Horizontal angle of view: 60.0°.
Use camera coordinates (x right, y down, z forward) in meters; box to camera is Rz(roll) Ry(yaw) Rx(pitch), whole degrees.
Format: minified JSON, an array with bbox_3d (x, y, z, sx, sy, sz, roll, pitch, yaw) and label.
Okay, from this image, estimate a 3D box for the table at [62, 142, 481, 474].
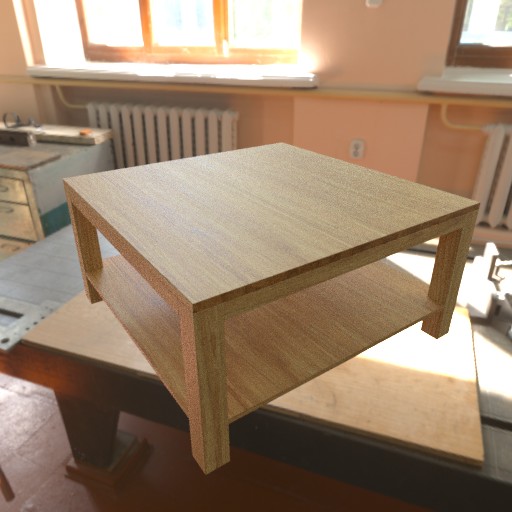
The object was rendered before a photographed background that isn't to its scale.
[{"bbox_3d":[0.000,0.000,1.437,0.900,0.450,0.900,-18,32,-31],"label":"table"}]
